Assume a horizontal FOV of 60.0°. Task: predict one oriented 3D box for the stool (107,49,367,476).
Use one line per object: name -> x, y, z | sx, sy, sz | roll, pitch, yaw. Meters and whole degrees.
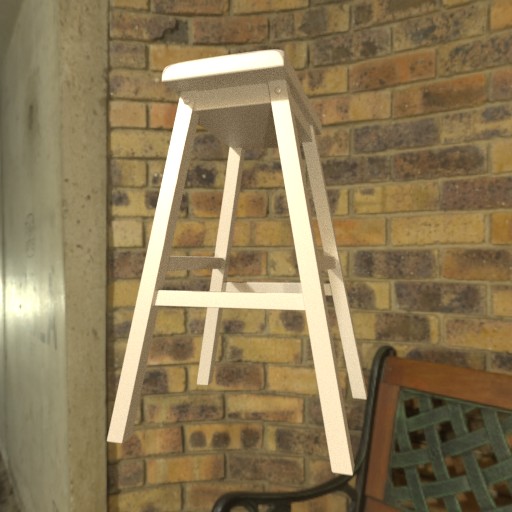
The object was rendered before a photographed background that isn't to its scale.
stool -> 0.000, 0.000, 1.027 | 0.476, 0.737, 0.457 | 0, -1, 17
